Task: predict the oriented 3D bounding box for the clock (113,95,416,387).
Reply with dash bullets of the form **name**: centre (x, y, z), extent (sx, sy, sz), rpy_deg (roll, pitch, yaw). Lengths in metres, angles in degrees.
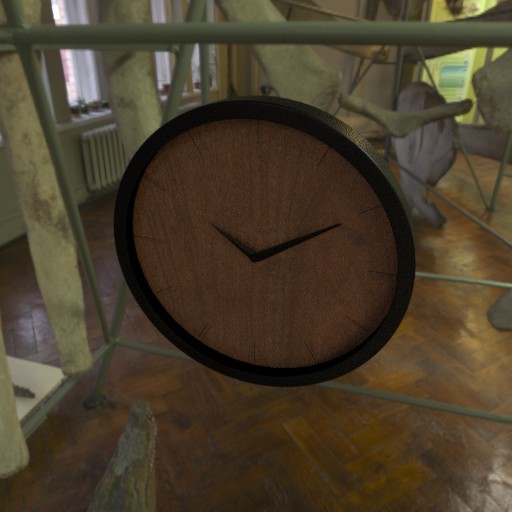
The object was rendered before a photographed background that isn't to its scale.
- **clock**: centre (0.000, 0.000, 0.463), extent (0.314, 0.314, 0.040), rpy_deg (8, 28, 15)
